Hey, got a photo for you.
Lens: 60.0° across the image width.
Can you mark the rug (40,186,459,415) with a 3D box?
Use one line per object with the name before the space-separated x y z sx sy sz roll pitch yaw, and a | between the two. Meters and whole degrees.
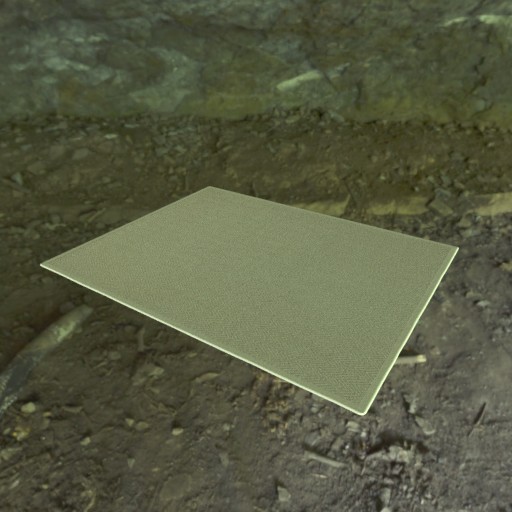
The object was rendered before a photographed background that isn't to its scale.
rug | 0.000 0.000 4.089 3.051 0.020 2.407 18 34 29
